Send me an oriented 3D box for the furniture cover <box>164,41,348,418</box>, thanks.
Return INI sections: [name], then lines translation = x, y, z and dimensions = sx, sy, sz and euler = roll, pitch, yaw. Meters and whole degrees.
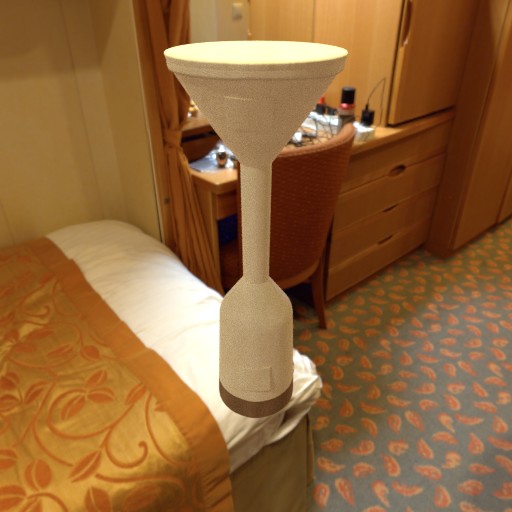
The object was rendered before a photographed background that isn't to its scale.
[furniture cover]
translation = 0.000, 0.000, 2.838
dimensions = 0.914, 2.413, 0.914
euler = 1, 31, 2
